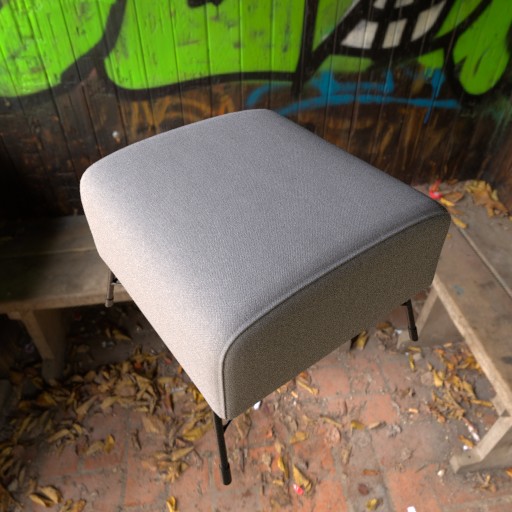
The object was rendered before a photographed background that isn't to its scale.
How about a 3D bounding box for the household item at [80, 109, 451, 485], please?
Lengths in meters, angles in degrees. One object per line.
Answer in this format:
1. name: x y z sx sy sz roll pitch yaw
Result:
1. household item: 0.000 0.000 0.904 0.530 0.410 0.530 -27 49 -26
